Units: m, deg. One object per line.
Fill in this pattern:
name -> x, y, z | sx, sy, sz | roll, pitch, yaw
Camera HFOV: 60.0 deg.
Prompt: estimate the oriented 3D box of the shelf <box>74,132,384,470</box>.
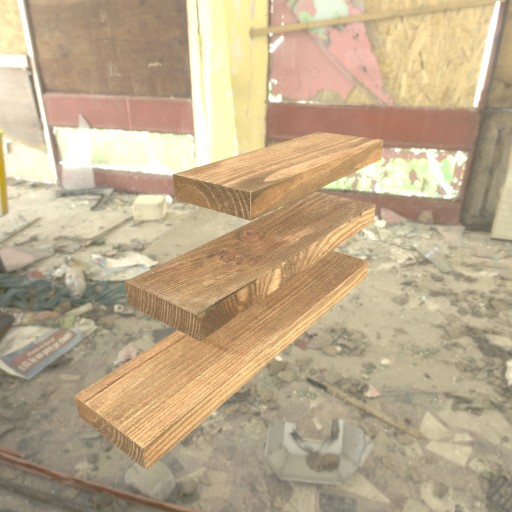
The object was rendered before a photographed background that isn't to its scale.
shelf -> 0.000, 0.000, 0.718 | 0.140, 0.293, 0.610 | 18, 31, 33
